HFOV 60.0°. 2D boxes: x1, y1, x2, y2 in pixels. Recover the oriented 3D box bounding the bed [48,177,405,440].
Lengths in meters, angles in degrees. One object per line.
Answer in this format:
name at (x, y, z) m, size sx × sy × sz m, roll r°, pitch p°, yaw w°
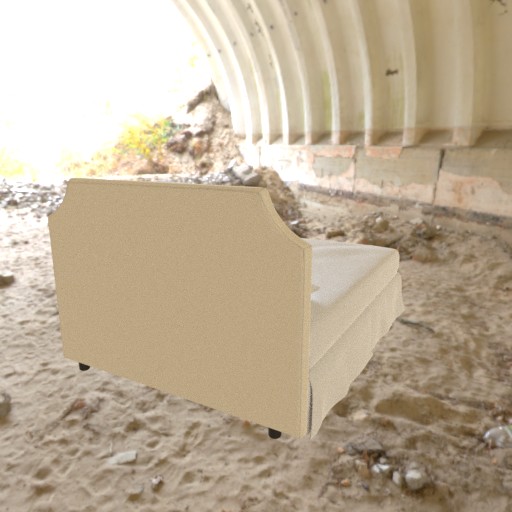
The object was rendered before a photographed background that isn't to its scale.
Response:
bed at (0.000, 0.000, 4.222) m, size 2.350 × 1.590 × 2.773 m, roll 8°, pitch 16°, yaw 28°
